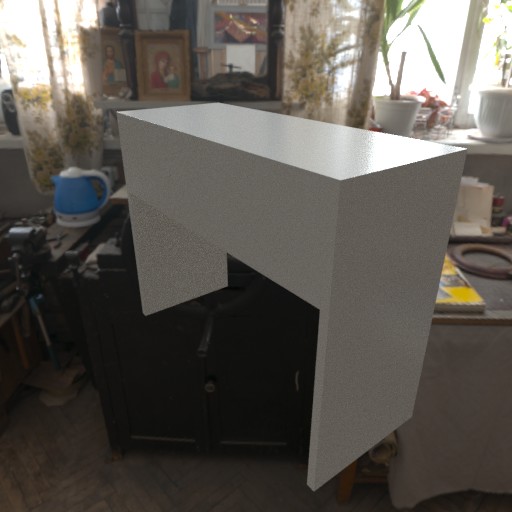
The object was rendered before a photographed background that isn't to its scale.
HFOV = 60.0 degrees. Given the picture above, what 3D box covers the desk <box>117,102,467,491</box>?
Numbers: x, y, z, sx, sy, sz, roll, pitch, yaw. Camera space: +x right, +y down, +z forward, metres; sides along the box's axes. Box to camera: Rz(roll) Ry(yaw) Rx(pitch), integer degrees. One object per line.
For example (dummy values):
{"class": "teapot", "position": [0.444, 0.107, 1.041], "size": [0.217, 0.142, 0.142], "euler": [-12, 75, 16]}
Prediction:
{"class": "desk", "position": [0.000, 0.000, 1.389], "size": [0.400, 0.790, 1.000], "euler": [-18, 31, -33]}
